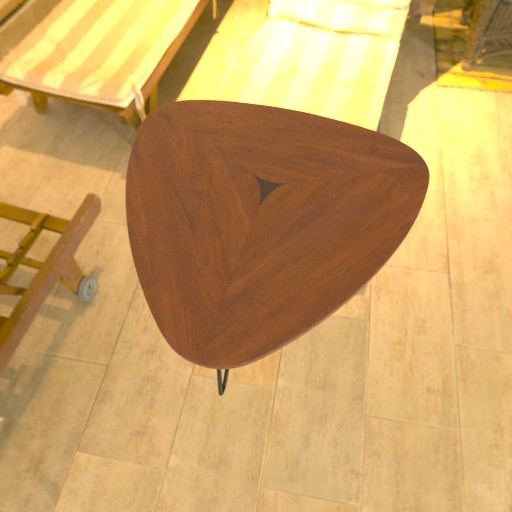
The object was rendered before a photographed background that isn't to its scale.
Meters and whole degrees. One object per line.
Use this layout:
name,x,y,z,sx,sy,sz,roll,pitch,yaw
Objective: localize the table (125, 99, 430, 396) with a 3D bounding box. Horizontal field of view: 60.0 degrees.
table,0.000,0.000,1.302,0.833,0.413,0.821,14,59,9
